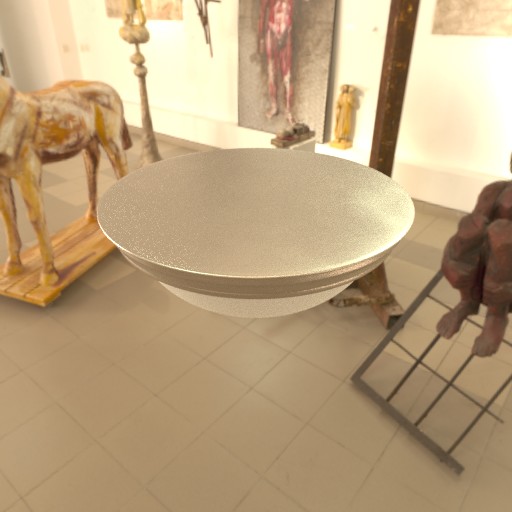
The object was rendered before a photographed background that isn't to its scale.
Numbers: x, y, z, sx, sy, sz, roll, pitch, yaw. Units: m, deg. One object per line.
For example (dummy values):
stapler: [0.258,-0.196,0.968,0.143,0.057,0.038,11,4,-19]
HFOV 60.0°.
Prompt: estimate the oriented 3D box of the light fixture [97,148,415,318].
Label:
light fixture: [0.000,0.000,0.441,0.280,0.135,0.280,0,31,0]
